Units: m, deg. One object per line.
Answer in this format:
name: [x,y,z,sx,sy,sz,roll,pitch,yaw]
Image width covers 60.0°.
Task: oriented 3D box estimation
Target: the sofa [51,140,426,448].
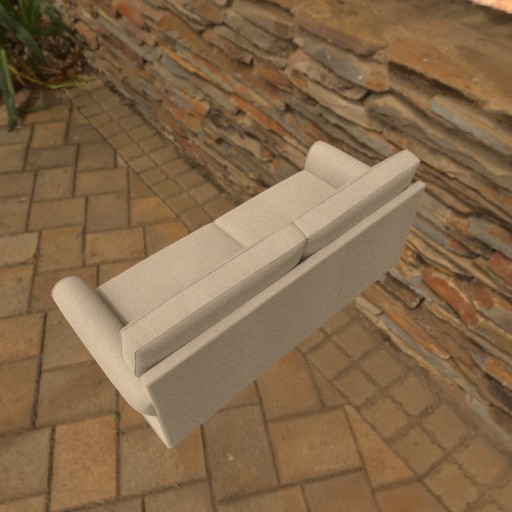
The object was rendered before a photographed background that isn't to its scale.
sofa: [0.000,0.000,2.690,2.146,0.962,0.901,-33,55,-27]
